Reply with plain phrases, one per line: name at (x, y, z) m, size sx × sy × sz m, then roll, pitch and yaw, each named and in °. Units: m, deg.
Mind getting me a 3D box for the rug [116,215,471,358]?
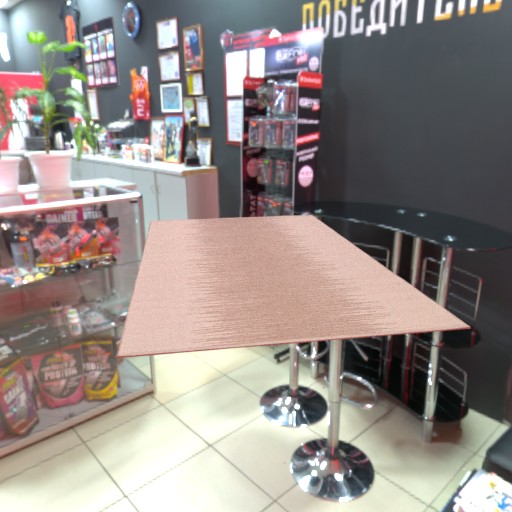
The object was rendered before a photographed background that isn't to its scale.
rug at (0.000, 0.000, 2.988) m, size 1.522 × 0.012 × 2.440 m, roll -3°, pitch 17°, yaw -9°
